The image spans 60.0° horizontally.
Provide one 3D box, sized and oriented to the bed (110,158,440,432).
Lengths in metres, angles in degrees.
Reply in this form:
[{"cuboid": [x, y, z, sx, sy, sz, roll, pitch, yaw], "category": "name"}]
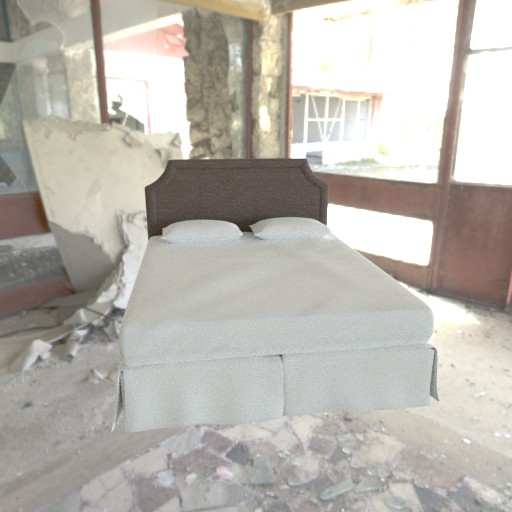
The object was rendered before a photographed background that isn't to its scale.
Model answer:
[{"cuboid": [0.000, 0.000, 4.148, 2.350, 1.590, 2.773, -2, 17, -8], "category": "bed"}]
